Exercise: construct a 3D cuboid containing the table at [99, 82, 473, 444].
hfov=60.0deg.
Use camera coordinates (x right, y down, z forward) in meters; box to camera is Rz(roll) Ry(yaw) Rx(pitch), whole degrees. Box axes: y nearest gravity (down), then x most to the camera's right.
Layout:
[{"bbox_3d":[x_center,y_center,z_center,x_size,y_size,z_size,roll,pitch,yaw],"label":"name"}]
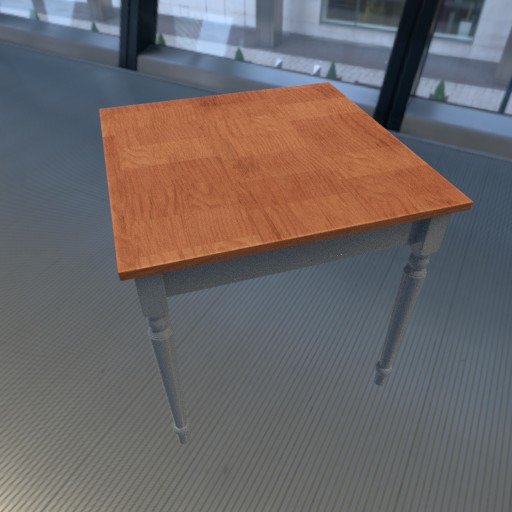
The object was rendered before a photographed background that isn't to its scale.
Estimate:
[{"bbox_3d":[0.000,0.000,1.381,0.747,0.738,0.747,-12,42,-13],"label":"table"}]
